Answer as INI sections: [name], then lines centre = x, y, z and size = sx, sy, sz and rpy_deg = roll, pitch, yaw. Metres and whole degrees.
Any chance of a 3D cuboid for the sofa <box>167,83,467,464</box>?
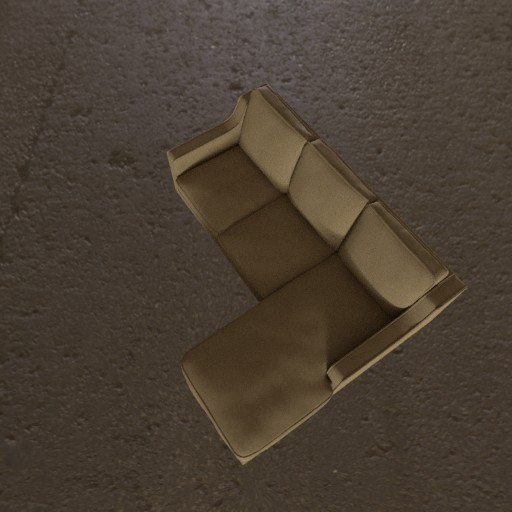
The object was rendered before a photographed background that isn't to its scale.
[sofa]
centre = 0.000, 0.000, 3.404
size = 1.858, 1.066, 2.317
rpy_deg = -32, 67, -15
